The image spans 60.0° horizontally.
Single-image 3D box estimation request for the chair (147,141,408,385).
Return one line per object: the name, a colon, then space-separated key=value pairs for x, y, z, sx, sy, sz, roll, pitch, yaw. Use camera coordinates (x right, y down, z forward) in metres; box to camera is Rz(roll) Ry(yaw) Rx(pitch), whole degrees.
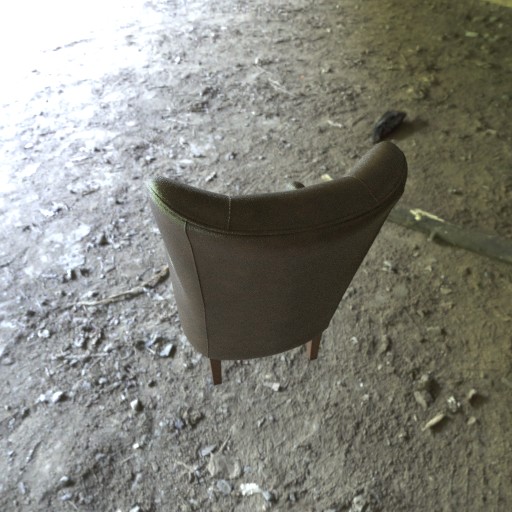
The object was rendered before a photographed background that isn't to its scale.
chair: x=0.000 y=0.000 z=1.645 sx=0.692 sy=1.048 sz=0.914 roll=-11 pitch=43 yaw=-12
